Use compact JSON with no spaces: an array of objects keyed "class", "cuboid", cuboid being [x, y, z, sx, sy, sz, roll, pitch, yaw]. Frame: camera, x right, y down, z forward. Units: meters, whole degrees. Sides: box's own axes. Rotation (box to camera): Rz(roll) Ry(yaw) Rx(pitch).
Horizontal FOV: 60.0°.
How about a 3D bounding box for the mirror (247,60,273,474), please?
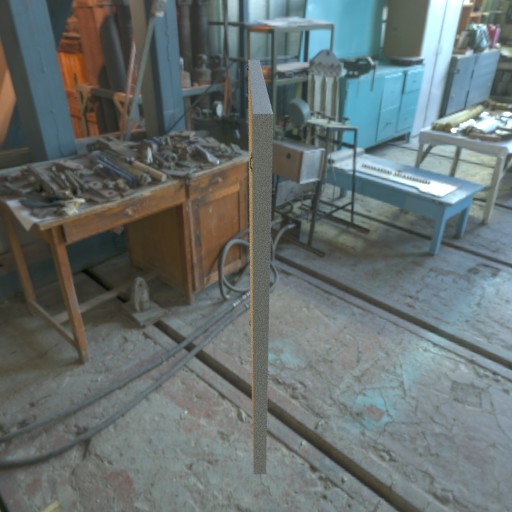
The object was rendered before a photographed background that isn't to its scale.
[{"class":"mirror","cuboid":[0.000,0.000,1.353,0.040,1.016,0.762,-1,30,-1]}]
